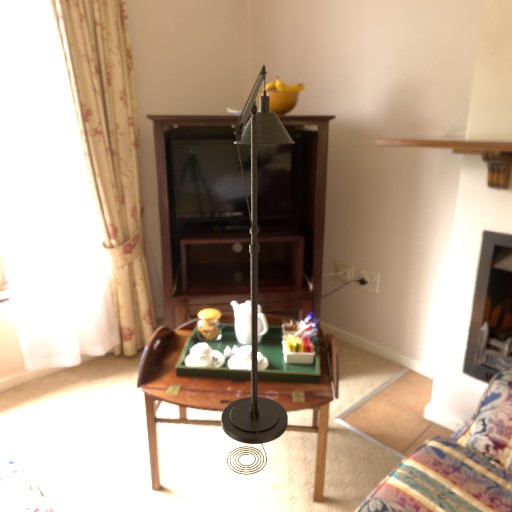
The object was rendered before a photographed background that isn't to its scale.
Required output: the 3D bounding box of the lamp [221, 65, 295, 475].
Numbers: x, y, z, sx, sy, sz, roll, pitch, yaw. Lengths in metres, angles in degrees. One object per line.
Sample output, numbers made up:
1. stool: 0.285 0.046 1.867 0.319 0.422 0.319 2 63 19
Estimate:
1. lamp: 0.000 0.000 1.954 0.319 1.626 0.904 2 16 7
